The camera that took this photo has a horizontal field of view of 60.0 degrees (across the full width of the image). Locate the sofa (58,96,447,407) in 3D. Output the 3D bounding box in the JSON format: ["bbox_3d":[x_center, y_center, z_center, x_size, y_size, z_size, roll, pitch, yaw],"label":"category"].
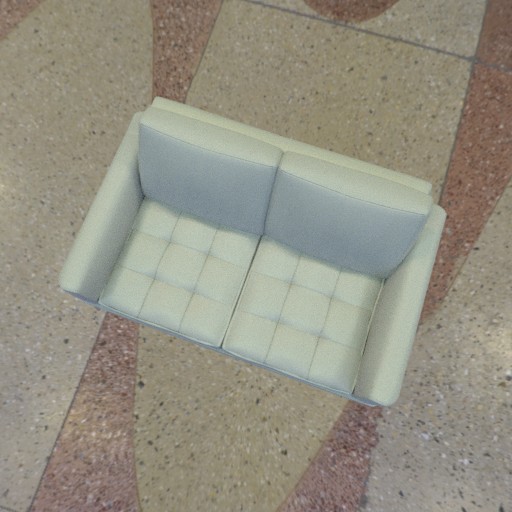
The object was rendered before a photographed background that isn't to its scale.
[{"bbox_3d":[0.000,0.000,2.427,1.819,0.930,1.121,19,76,5],"label":"sofa"}]
